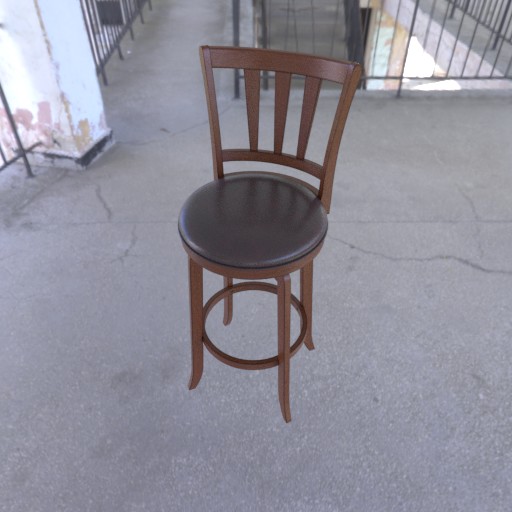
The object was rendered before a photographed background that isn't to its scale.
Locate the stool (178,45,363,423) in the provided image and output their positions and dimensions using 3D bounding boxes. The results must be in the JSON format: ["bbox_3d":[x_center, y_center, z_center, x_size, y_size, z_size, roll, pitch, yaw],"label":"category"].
[{"bbox_3d":[0.000,0.000,1.462,0.464,1.177,0.503,14,43,15],"label":"stool"}]
